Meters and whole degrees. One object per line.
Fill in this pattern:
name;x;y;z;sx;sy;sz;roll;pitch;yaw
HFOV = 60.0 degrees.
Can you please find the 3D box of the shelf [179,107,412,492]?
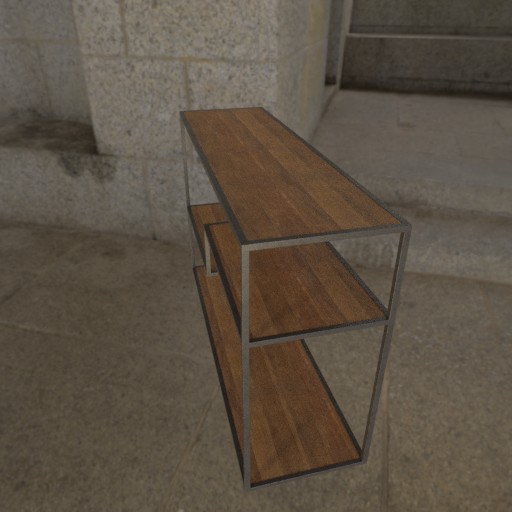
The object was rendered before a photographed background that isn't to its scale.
shelf;0.000;0.000;1.557;0.361;0.765;1.201;-7;31;-12
